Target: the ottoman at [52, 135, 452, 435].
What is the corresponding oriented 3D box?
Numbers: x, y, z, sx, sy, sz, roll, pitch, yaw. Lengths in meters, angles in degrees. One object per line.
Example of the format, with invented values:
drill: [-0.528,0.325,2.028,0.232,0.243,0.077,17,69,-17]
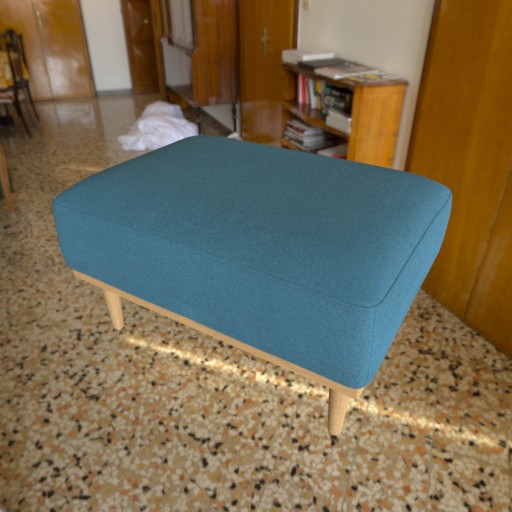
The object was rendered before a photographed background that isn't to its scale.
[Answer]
ottoman: [0.000,0.000,1.059,0.749,0.428,0.549,18,36,27]
